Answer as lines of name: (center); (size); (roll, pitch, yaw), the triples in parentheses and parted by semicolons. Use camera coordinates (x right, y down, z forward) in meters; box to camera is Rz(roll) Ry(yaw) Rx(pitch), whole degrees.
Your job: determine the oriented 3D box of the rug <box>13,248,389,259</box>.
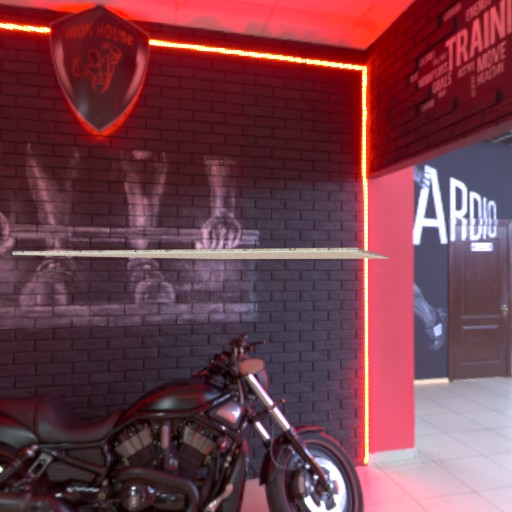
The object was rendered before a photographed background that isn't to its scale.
rug: (0.000, 0.000, 2.814); (1.521, 0.015, 2.280); (0, -1, 19)
